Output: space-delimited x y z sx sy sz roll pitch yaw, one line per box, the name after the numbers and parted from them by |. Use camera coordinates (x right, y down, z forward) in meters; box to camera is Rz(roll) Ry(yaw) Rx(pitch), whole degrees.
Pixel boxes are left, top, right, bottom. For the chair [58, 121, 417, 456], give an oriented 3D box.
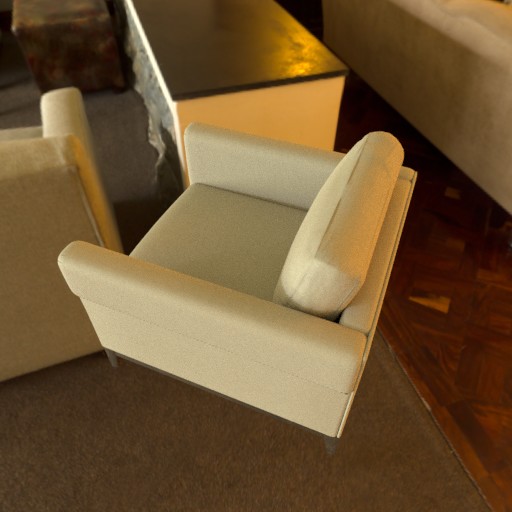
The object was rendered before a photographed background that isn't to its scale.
0.000 0.000 1.678 0.959 0.838 0.914 17 48 15 | chair
